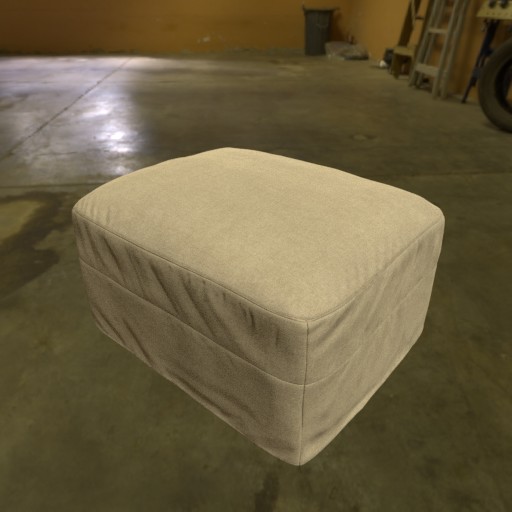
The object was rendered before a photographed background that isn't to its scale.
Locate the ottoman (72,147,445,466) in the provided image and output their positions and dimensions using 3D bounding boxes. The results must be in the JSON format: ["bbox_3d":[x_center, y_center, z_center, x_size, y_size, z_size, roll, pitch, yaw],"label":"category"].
[{"bbox_3d":[0.000,0.000,1.254,0.837,0.481,0.683,23,37,34],"label":"ottoman"}]
